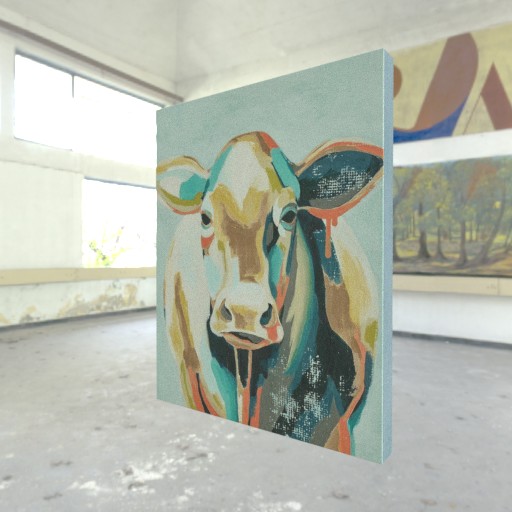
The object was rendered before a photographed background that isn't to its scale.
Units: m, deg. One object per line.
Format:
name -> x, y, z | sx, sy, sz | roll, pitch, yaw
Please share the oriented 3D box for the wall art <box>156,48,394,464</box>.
wall art -> 0.000, 0.000, 0.676 | 0.409, 0.509, 0.037 | 1, 1, 36
